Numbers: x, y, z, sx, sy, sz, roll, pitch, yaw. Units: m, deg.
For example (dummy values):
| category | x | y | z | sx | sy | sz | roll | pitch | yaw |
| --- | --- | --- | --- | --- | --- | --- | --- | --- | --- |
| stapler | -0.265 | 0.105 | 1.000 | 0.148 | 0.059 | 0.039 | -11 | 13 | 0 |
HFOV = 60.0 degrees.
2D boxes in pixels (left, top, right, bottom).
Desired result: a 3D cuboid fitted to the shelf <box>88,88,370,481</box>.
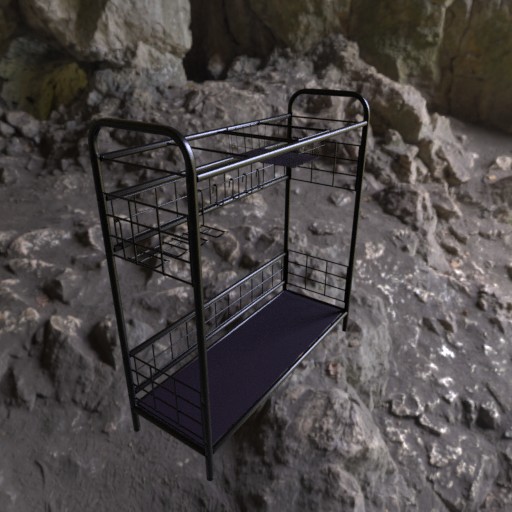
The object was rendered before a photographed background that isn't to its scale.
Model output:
| category | x | y | z | sx | sy | sz | roll | pitch | yaw |
| --- | --- | --- | --- | --- | --- | --- | --- | --- | --- |
| shelf | 0.000 | 0.000 | 1.543 | 0.350 | 1.026 | 0.961 | 17 | 30 | 31 |
